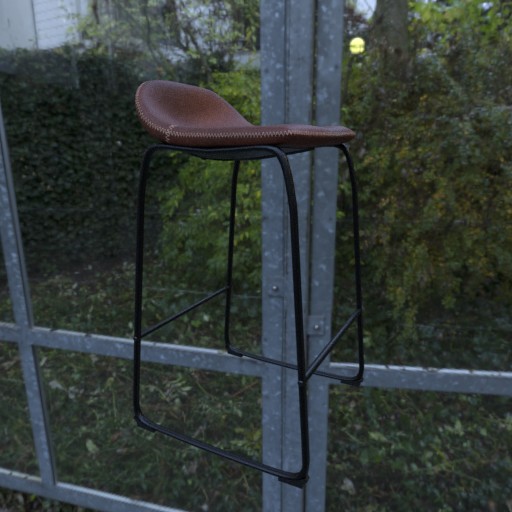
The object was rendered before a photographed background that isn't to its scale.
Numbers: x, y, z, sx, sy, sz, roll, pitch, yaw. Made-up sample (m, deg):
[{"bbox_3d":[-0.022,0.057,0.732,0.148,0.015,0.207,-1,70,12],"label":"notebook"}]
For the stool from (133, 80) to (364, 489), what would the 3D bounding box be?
[{"bbox_3d":[0.000,0.000,1.098,0.473,0.830,0.454,8,17,27],"label":"stool"}]
